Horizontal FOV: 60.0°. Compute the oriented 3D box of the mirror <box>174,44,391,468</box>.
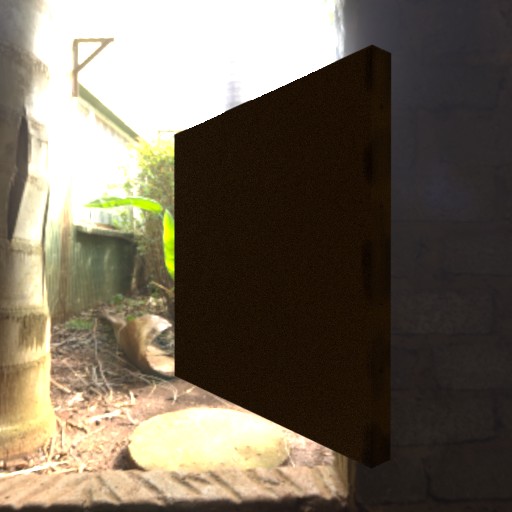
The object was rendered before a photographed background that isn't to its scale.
[{"bbox_3d":[0.000,0.000,0.744,0.042,0.507,0.509,0,1,-38],"label":"mirror"}]
